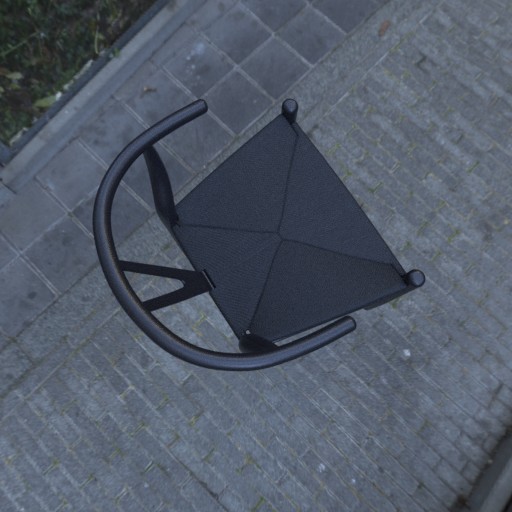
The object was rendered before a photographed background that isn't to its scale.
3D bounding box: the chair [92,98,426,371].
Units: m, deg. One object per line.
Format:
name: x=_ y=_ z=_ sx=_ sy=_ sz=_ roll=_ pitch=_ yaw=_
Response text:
chair: x=0.000 y=0.000 z=1.137 sx=0.579 sy=0.730 sz=0.569 roll=-31 pitch=78 yaw=-8
